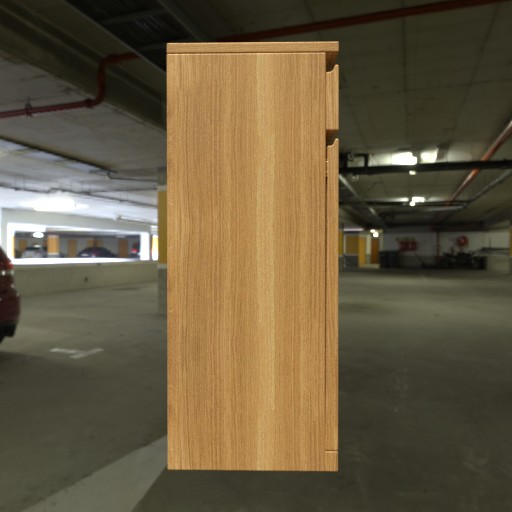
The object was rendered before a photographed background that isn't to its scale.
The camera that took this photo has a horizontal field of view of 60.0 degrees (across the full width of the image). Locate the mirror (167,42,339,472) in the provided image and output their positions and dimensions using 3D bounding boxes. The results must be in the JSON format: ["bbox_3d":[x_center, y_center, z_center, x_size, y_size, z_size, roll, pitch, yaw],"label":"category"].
[{"bbox_3d":[0.000,0.000,1.433,0.400,1.000,0.800,0,1,1],"label":"mirror"}]
